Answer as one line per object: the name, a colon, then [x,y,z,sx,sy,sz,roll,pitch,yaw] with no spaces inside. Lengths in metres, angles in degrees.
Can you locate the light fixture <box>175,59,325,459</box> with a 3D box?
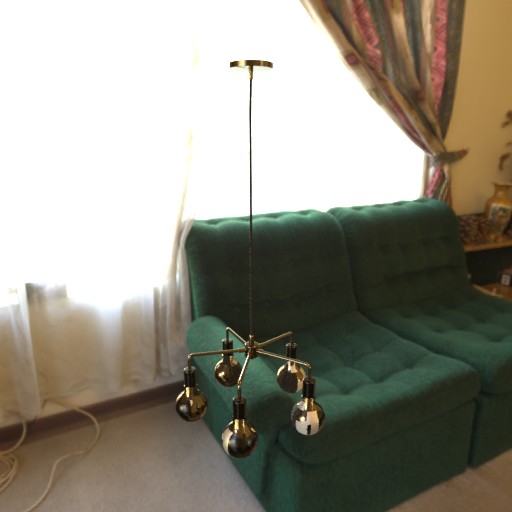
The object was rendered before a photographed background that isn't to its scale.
light fixture: [0.000,0.000,1.230,0.421,0.988,0.438,-14,21,-43]
